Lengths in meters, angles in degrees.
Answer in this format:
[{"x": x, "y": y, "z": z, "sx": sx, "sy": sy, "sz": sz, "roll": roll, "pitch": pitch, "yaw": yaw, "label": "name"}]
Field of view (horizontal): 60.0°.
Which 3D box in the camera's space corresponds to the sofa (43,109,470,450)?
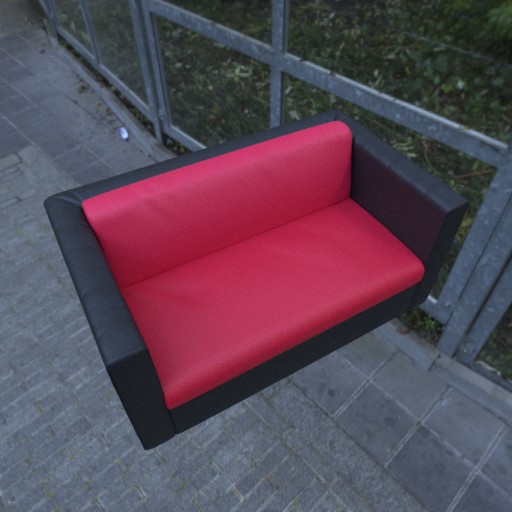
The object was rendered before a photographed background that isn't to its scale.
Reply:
[{"x": 0.000, "y": 0.000, "z": 1.895, "sx": 1.410, "sy": 0.735, "sz": 0.845, "roll": -23, "pitch": 50, "yaw": -20, "label": "sofa"}]
